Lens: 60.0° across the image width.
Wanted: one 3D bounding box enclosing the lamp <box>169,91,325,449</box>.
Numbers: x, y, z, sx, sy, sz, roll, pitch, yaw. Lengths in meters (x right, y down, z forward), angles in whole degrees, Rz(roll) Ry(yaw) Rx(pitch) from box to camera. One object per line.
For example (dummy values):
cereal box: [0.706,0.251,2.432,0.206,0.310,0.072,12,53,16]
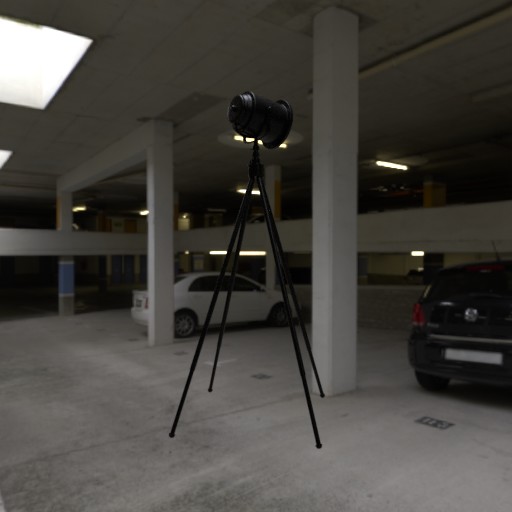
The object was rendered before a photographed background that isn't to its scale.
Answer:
lamp: [0.000,0.000,2.079,0.884,1.504,0.879,0,1,-36]
